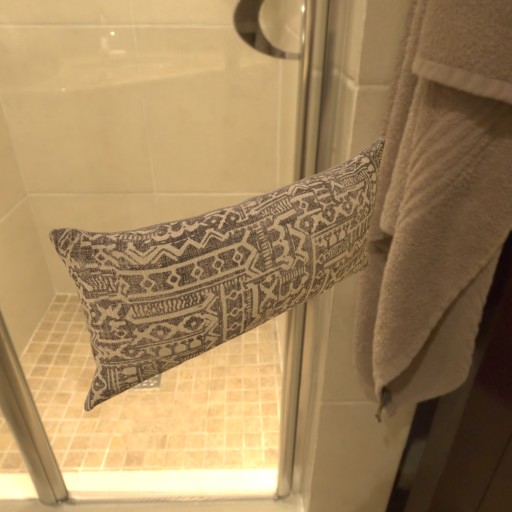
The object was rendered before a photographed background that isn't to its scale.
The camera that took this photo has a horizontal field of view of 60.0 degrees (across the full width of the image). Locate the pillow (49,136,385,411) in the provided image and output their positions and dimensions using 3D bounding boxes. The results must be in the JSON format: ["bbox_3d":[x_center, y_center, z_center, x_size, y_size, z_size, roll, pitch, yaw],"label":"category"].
[{"bbox_3d":[0.000,0.000,0.734,0.631,0.290,0.148,-22,37,-32],"label":"pillow"}]
